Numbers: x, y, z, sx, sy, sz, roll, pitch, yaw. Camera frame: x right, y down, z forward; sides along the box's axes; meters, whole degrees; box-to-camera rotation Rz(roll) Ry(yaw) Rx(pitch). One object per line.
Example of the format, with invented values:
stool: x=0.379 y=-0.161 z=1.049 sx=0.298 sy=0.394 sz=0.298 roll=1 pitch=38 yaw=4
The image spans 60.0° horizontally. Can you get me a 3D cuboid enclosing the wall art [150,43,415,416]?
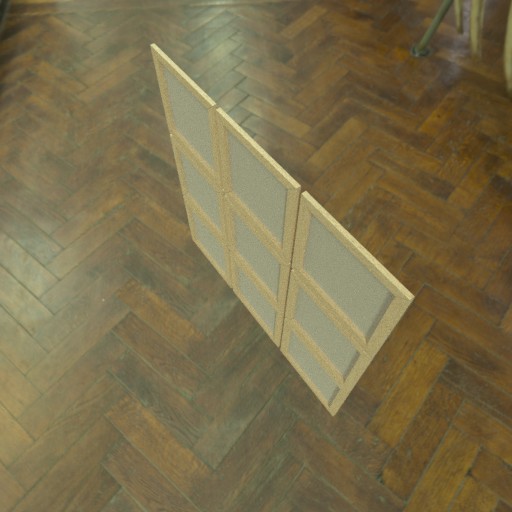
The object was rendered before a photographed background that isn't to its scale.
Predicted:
wall art: x=0.000 y=0.000 z=1.790 sx=0.016 sy=1.207 sz=1.217 roll=-32 pitch=63 yaw=-18
